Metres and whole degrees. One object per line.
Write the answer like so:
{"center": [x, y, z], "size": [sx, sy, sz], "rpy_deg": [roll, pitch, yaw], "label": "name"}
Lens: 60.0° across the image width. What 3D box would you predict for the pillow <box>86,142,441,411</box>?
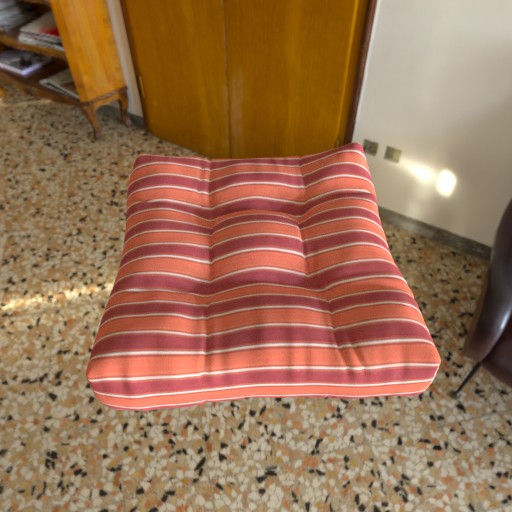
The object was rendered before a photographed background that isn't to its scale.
{"center": [0.000, 0.000, 0.737], "size": [0.468, 0.133, 0.490], "rpy_deg": [-2, 47, -2], "label": "pillow"}
